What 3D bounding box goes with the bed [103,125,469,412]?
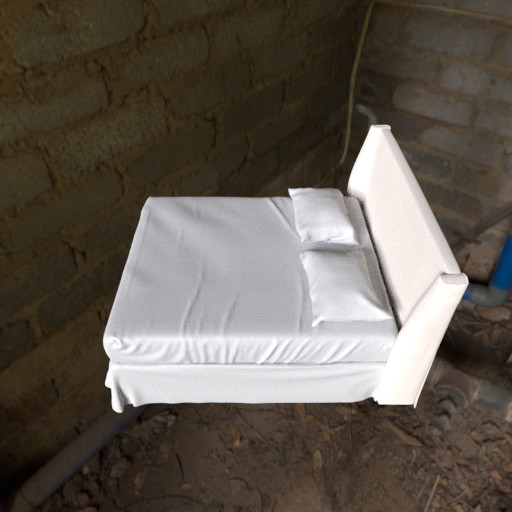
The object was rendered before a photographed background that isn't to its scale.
[{"bbox_3d":[0.000,0.000,3.469,2.276,1.332,1.925,0,42,0],"label":"bed"}]
